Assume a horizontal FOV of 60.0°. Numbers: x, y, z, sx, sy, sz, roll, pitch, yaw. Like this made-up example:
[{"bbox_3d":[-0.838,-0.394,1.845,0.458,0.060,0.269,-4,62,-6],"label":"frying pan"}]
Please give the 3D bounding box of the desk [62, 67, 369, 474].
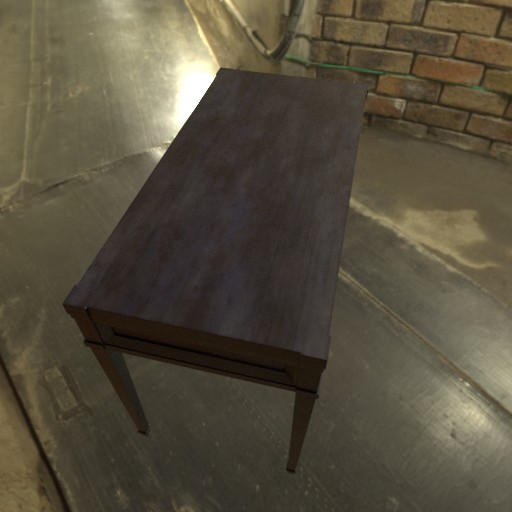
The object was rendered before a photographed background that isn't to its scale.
[{"bbox_3d":[0.000,0.000,1.736,0.630,0.861,1.289,10,48,9],"label":"desk"}]
